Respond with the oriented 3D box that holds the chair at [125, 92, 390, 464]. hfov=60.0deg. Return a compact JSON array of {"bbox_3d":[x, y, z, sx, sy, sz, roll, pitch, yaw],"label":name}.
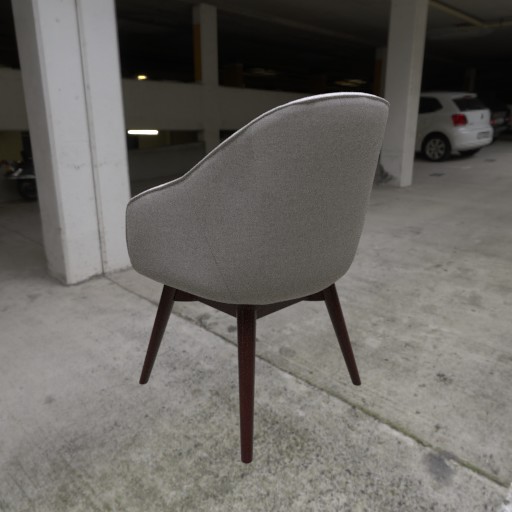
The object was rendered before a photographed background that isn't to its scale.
[{"bbox_3d":[0.000,0.000,1.232,0.596,0.823,0.635,-15,22,-42],"label":"chair"}]
